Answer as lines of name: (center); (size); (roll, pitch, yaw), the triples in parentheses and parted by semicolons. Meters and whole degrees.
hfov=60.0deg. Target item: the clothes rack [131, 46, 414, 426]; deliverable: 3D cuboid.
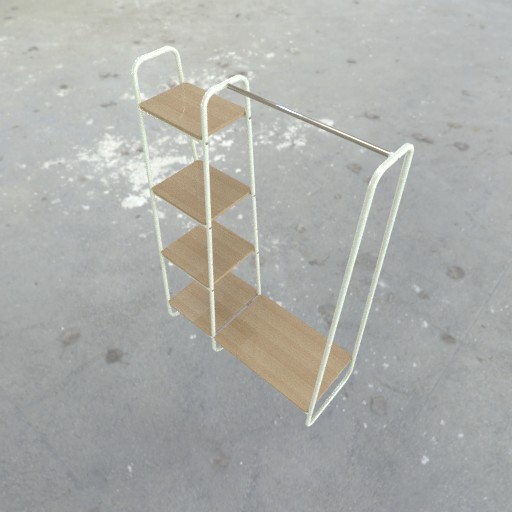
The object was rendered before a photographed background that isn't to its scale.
clothes rack: (0.000, 0.000, 1.950); (1.011, 1.500, 0.400); (33, 55, 27)
